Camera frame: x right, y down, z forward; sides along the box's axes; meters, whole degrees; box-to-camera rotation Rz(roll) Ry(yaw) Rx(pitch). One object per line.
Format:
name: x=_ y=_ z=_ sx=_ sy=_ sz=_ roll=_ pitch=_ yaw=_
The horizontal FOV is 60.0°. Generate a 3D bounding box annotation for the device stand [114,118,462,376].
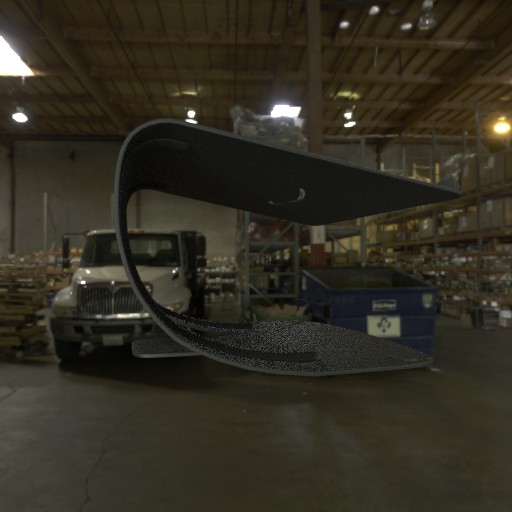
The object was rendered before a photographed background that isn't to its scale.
device stand: x=0.000 y=0.000 z=0.393 sx=0.236 sy=0.155 sz=0.256 roll=0 pitch=-1 yaw=-17
